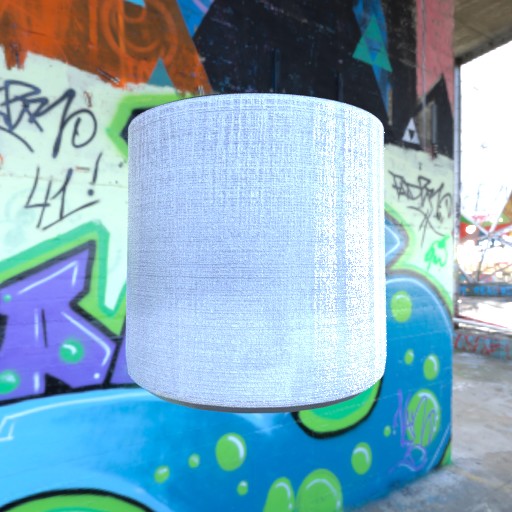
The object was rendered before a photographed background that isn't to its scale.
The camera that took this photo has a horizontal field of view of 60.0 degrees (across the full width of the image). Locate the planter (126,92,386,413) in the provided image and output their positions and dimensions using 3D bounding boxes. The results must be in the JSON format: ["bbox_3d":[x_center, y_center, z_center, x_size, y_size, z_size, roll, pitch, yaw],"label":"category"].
[{"bbox_3d":[0.000,0.000,0.284,0.160,0.156,0.160,0,0,0],"label":"planter"}]
